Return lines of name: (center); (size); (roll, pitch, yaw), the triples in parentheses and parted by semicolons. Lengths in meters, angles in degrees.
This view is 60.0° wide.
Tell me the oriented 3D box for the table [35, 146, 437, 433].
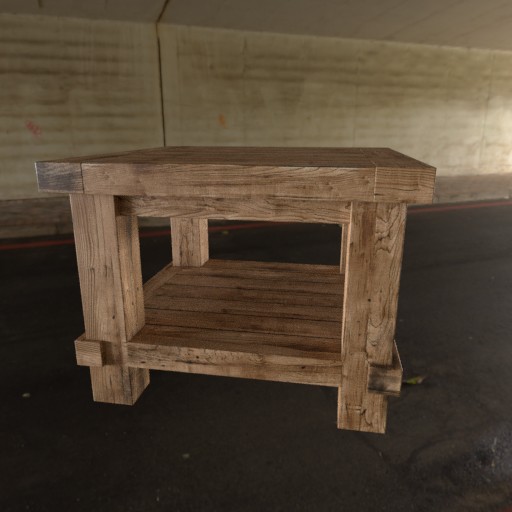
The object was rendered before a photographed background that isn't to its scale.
table: (0.000, 0.000, 1.008); (0.610, 0.457, 0.610); (3, 17, 10)
